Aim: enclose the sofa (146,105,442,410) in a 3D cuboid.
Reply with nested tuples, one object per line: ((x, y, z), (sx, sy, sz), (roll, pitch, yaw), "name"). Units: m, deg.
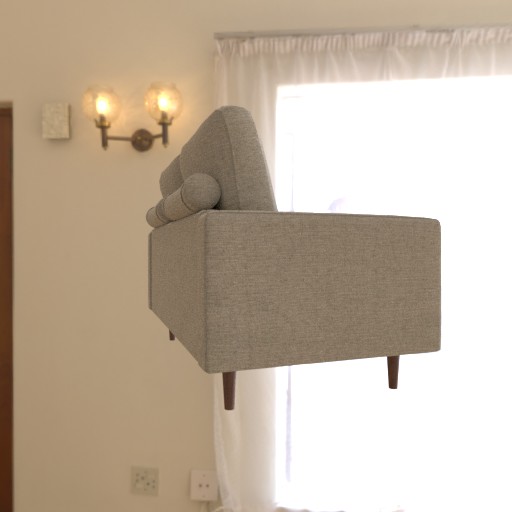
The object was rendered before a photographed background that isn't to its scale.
((0.000, 0.000, 1.946), (0.842, 0.907, 1.407), (0, 1, -20), "sofa")
